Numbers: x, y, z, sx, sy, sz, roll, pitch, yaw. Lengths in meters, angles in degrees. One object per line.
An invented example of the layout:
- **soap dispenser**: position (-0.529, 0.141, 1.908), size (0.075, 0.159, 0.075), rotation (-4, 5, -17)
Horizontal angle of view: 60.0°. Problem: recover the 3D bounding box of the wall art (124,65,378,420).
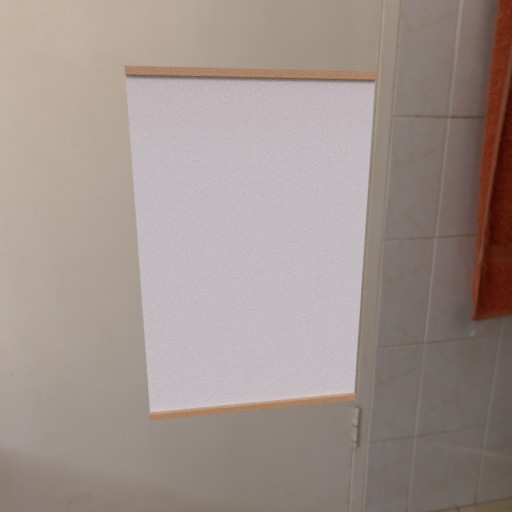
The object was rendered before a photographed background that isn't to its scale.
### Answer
- **wall art**: position (0.000, 0.000, 0.652), size (0.335, 0.510, 0.013), rotation (-3, 16, -9)
